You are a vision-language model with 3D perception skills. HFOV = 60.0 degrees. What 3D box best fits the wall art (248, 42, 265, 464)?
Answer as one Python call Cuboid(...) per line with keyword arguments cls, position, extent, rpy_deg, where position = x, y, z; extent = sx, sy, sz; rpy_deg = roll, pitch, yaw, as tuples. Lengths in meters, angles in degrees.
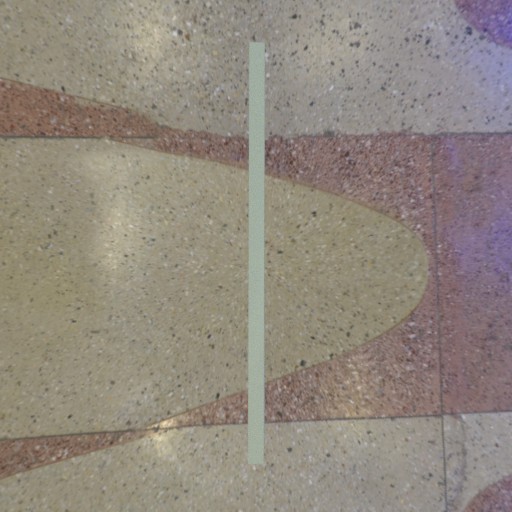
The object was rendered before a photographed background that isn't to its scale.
Cuboid(cls="wall art", position=(0.000, 0.000, 1.350), extent=(0.034, 1.042, 0.789), rpy_deg=(0, 89, 0))
